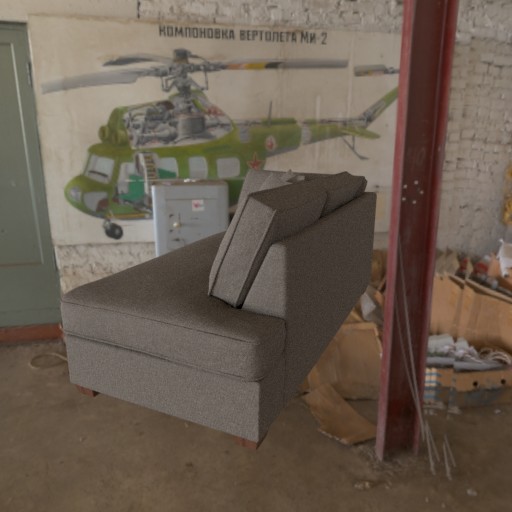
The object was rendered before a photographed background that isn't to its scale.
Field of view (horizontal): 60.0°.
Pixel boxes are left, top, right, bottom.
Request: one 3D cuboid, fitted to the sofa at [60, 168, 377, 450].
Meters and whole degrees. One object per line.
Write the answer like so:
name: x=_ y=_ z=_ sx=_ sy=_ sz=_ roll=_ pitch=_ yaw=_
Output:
sofa: x=0.000 y=0.000 z=2.841 sx=1.110 sy=1.033 sz=2.237 roll=7 pitch=17 yaw=24
